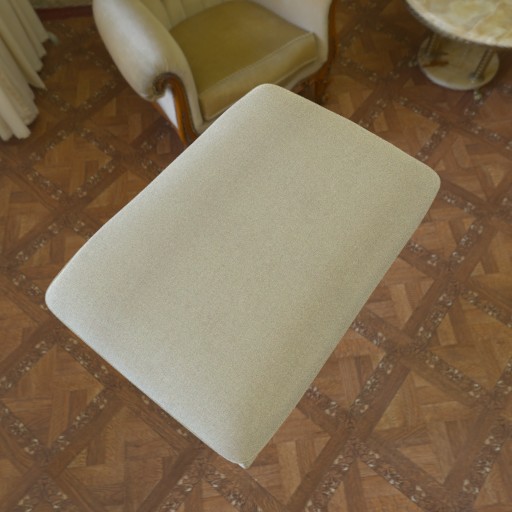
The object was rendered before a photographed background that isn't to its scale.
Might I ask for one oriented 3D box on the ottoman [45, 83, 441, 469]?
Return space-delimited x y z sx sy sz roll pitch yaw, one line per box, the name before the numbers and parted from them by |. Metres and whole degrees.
ottoman | 0.000 0.000 1.331 0.686 0.453 0.984 34 68 16
